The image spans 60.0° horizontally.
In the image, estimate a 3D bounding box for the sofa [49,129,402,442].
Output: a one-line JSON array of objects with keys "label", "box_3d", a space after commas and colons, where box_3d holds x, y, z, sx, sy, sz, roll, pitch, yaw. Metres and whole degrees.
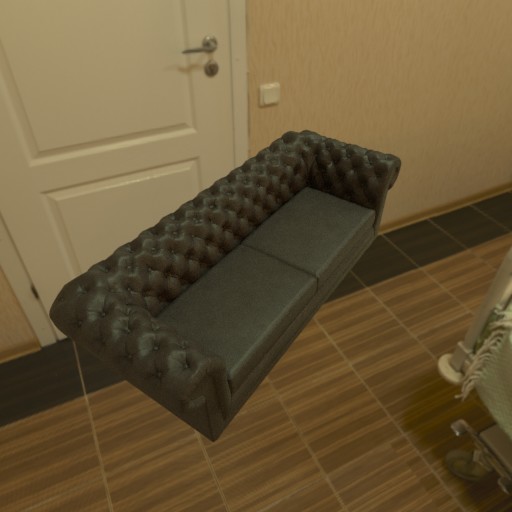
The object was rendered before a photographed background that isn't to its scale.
[{"label": "sofa", "box_3d": [0.000, 0.000, 2.858, 0.944, 0.783, 2.385, 24, 46, 26]}]
